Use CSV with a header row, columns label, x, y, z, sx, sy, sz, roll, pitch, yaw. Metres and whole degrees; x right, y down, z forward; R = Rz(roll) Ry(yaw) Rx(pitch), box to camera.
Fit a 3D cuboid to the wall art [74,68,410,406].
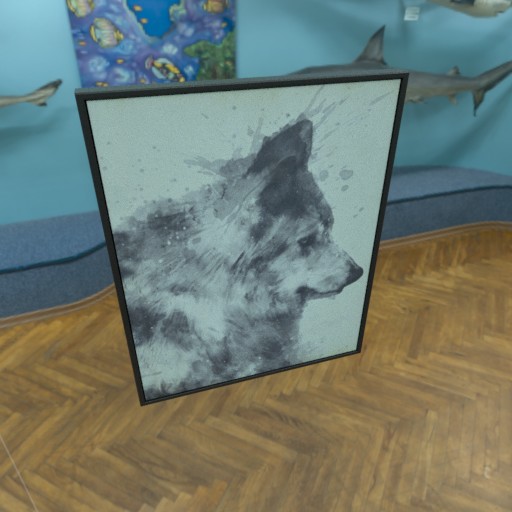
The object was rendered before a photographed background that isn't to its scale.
label,x,y,z,sx,sy,sz,roll,pitch,yaw
wall art,0.000,0.000,0.730,0.451,0.551,0.028,-10,34,-15
